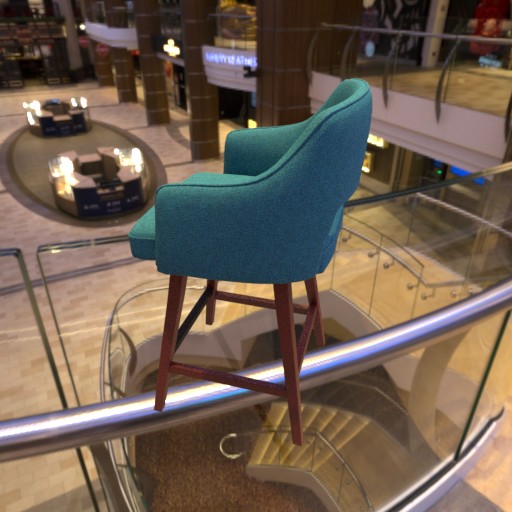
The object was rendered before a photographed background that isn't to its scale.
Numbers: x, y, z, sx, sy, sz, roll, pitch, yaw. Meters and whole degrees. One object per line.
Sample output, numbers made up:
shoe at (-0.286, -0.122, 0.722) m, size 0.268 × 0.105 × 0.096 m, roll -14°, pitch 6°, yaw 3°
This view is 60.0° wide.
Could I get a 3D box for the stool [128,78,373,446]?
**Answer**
stool at (0.000, 0.000, 1.301) m, size 0.556 × 0.961 × 0.548 m, roll 8°, pitch 31°, yaw 14°
